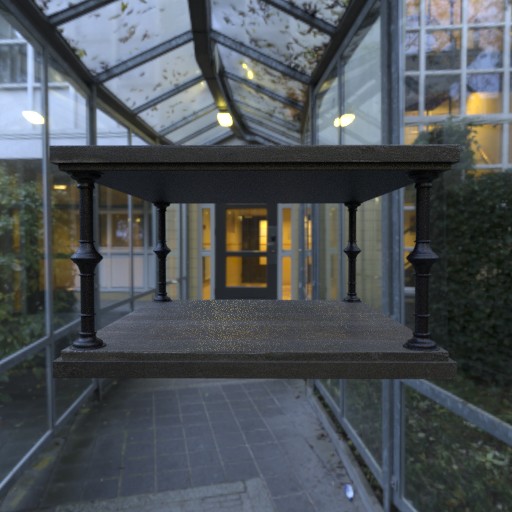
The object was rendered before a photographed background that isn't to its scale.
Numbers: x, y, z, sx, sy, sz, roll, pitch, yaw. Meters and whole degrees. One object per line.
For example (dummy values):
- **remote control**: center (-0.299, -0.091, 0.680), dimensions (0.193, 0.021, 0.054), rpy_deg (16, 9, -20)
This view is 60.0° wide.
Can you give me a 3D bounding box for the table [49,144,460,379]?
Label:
- **table**: center (0.000, 0.000, 1.105), dimensions (0.696, 0.400, 0.696), rpy_deg (0, 2, 1)
